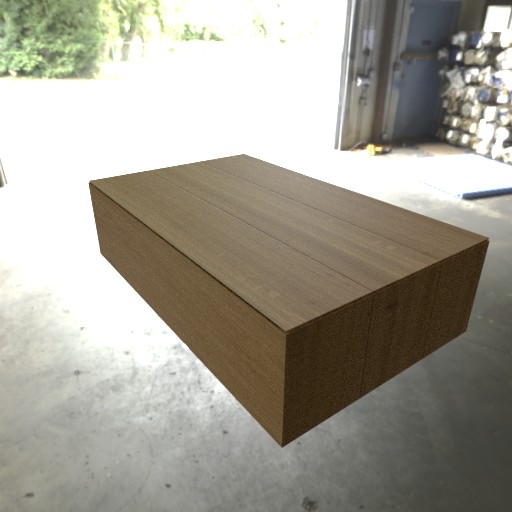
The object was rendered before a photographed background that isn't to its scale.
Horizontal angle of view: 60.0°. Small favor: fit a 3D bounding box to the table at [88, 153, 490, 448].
[{"bbox_3d":[0.000,0.000,1.437,0.678,0.353,1.110,-18,32,-32],"label":"table"}]
